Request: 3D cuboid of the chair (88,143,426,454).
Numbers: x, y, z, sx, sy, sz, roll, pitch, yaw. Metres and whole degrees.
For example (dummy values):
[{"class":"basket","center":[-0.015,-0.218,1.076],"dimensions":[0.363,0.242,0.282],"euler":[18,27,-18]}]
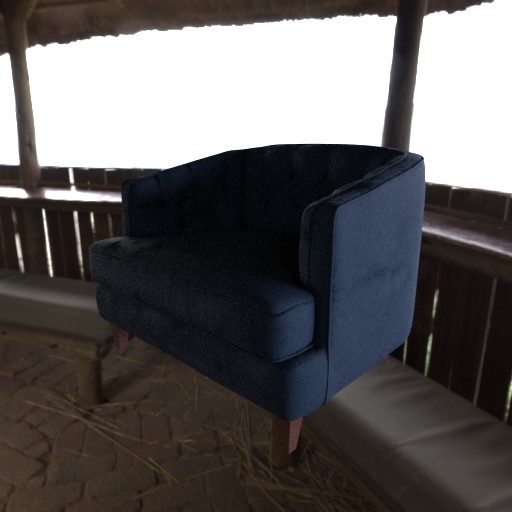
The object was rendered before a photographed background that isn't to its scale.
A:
[{"class":"chair","center":[0.000,0.000,1.744],"dimensions":[1.094,0.852,0.940],"euler":[14,20,42]}]
